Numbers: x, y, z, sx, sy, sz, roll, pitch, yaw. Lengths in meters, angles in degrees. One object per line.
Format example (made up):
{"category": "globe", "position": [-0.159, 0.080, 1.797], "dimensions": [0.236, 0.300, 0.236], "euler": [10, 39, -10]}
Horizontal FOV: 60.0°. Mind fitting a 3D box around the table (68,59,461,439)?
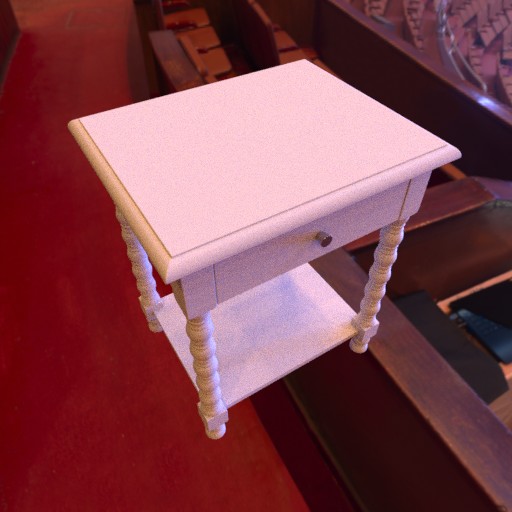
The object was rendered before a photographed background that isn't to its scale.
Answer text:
{"category": "table", "position": [0.000, 0.000, 0.845], "dimensions": [0.460, 0.531, 0.381], "euler": [-24, 50, -21]}
